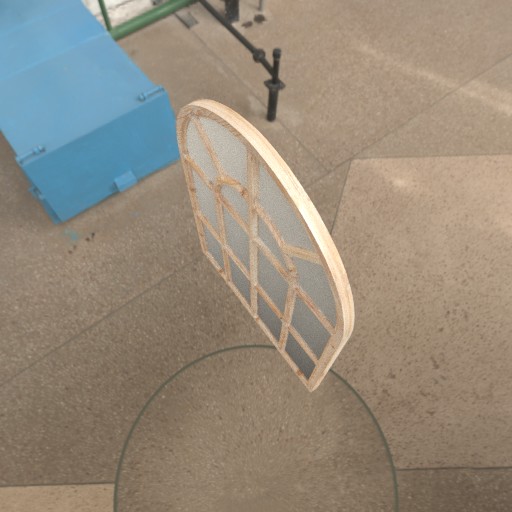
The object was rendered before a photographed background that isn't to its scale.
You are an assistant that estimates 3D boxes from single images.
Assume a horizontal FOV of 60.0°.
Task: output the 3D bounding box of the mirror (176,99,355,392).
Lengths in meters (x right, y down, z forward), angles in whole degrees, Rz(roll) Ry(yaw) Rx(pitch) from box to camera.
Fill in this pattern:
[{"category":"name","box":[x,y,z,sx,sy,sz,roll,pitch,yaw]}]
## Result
[{"category":"mirror","box":[0.000,0.000,1.191,0.032,0.920,0.660,-33,68,-16]}]
